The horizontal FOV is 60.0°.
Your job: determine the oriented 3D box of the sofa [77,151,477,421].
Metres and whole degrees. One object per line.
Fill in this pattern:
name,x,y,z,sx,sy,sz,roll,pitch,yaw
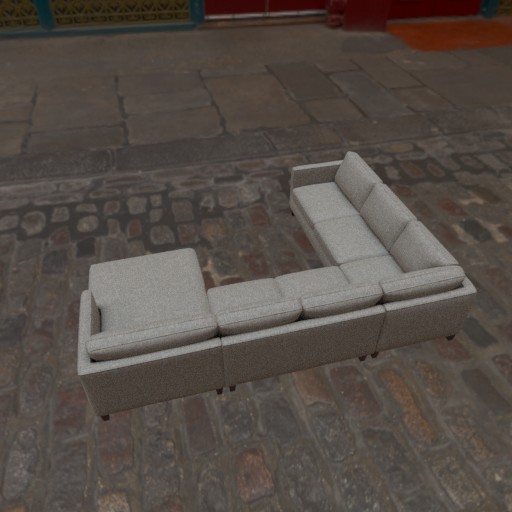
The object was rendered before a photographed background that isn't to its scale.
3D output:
sofa,0.000,0.000,4.627,3.403,0.889,2.551,-10,42,-11
